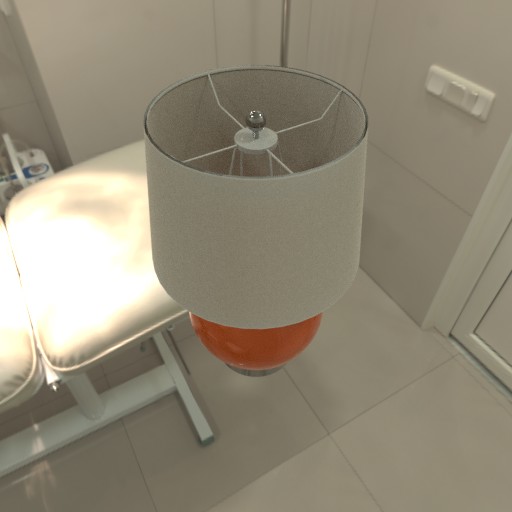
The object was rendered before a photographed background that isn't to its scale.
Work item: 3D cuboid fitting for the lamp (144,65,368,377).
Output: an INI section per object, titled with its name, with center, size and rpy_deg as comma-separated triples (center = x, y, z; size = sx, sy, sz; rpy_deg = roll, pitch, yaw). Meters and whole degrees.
[lamp]
center = 0.000, 0.000, 0.549
size = 0.247, 0.387, 0.247
rpy_deg = 0, 46, 0
